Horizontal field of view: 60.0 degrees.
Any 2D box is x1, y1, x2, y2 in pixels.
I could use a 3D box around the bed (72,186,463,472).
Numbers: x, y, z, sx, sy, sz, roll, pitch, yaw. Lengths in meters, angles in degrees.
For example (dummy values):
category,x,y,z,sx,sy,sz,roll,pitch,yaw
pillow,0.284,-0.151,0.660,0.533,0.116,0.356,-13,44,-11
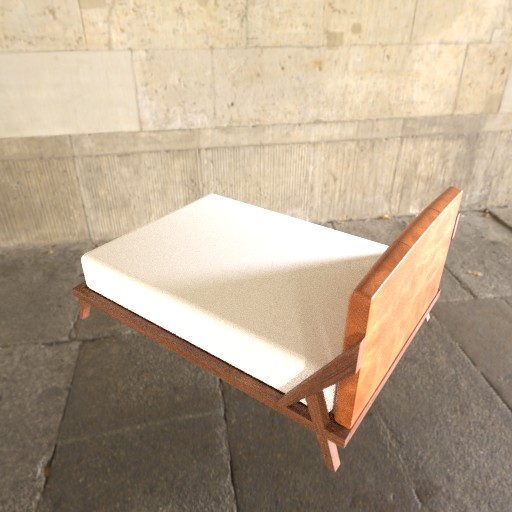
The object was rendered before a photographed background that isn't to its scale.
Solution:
category,x,y,z,sx,sy,sz,roll,pitch,yaw
bed,0.000,0.000,3.263,2.311,1.168,1.651,20,36,30
